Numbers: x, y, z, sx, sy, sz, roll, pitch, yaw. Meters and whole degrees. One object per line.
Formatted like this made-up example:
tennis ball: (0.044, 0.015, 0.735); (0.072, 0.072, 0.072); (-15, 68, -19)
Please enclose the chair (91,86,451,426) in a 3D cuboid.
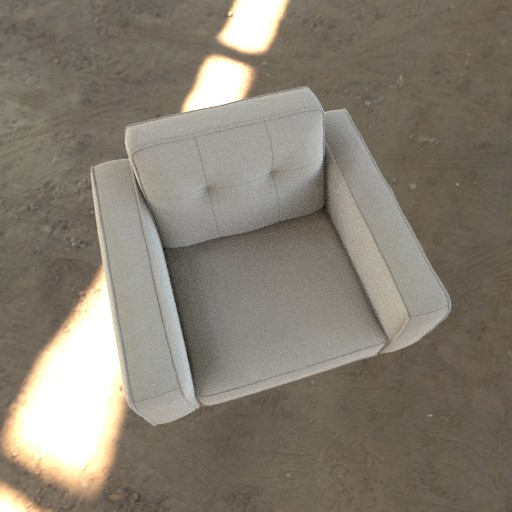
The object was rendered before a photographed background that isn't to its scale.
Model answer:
chair: (0.000, 0.000, 1.738); (1.115, 0.779, 0.953); (-15, 63, -8)
